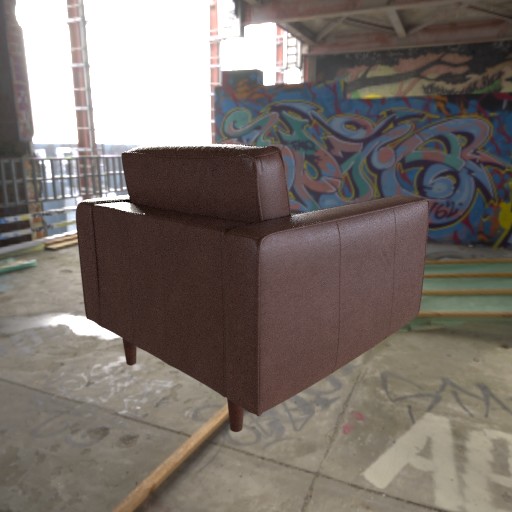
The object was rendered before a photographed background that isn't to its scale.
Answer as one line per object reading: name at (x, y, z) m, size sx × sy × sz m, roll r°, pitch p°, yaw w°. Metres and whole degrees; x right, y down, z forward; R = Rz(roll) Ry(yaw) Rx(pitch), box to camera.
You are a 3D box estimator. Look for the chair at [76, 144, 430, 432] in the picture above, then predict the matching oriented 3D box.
chair at (0.000, 0.000, 1.575) m, size 0.920 × 0.770 × 0.900 m, roll 13°, pitch 19°, yaw 42°
